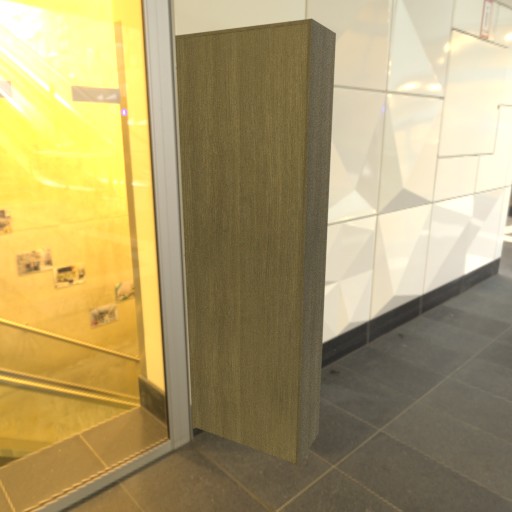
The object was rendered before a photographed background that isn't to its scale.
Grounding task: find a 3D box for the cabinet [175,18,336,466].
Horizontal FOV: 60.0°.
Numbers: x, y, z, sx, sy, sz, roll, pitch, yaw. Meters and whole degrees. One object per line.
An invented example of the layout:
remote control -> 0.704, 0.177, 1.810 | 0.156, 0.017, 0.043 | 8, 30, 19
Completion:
cabinet -> 0.000, 0.000, 1.792 | 0.520, 1.630, 0.255 | 8, 17, 27
